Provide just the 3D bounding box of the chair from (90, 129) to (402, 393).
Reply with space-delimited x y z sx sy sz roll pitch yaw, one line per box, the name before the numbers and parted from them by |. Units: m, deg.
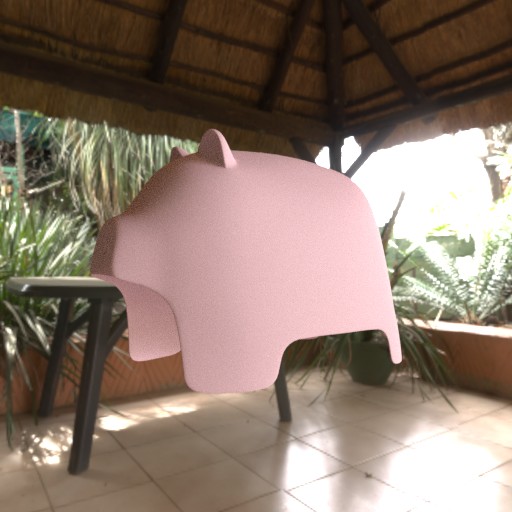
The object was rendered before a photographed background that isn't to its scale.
chair | 0.000 0.000 0.884 0.619 0.423 0.364 1 -1 -35
